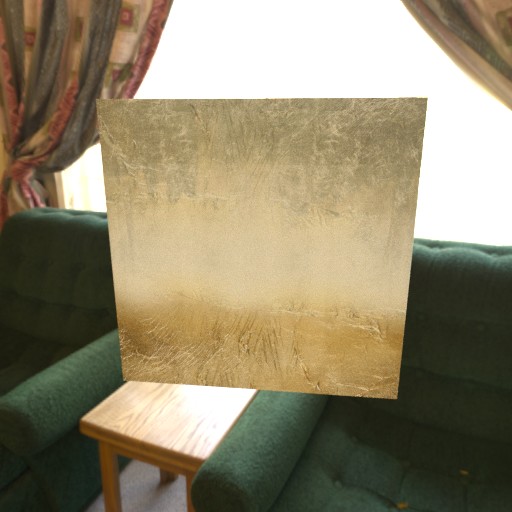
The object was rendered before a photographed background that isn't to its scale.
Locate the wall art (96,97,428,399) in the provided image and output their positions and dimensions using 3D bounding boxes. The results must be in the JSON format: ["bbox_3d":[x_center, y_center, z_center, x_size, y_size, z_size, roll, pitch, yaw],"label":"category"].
[{"bbox_3d":[0.000,0.000,1.627,1.092,1.091,0.051,2,17,6],"label":"wall art"}]
